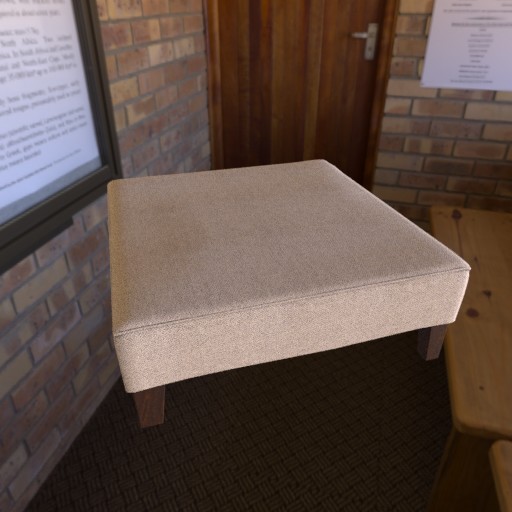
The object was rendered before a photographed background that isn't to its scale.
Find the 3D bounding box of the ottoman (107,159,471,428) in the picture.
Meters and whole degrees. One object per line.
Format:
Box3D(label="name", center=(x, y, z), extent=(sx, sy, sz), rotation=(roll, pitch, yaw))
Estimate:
Box3D(label="ottoman", center=(0.000, 0.000, 1.578), extent=(0.973, 0.381, 0.982), rotation=(-9, 31, -14))
